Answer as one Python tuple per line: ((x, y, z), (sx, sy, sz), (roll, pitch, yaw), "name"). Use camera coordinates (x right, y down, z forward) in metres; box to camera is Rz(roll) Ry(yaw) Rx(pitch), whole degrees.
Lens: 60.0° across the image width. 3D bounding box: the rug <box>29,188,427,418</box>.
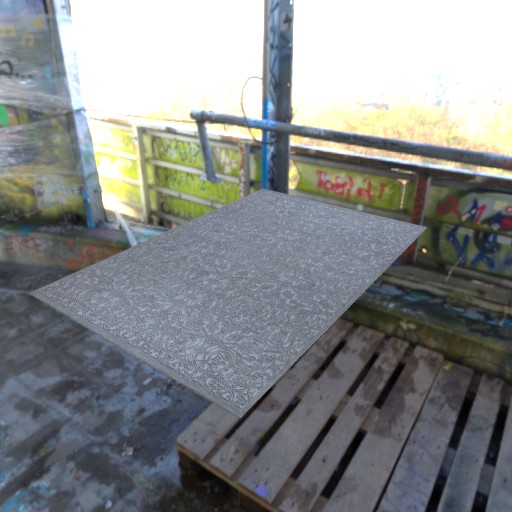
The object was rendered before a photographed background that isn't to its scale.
((0.000, 0.000, 2.352), (1.221, 0.006, 1.827), (19, 33, 32), "rug")
